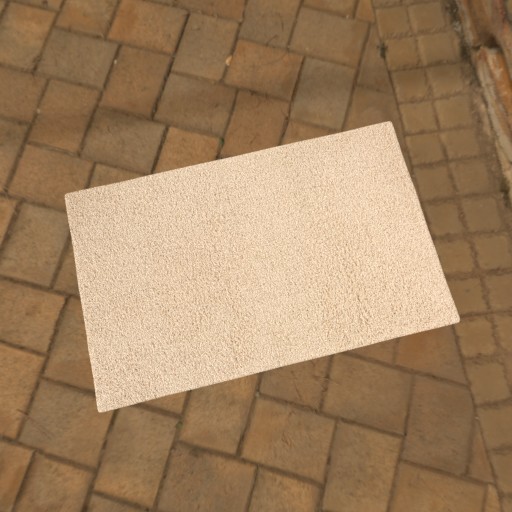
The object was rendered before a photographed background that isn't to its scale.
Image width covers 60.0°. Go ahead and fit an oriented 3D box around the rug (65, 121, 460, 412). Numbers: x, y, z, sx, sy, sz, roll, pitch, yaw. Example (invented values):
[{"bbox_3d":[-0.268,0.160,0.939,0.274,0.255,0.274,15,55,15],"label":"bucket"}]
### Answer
[{"bbox_3d":[0.000,0.000,3.059,2.438,0.030,1.524,-13,77,-3],"label":"rug"}]
